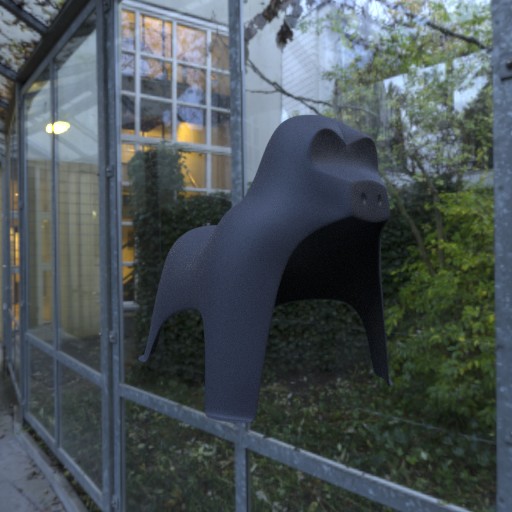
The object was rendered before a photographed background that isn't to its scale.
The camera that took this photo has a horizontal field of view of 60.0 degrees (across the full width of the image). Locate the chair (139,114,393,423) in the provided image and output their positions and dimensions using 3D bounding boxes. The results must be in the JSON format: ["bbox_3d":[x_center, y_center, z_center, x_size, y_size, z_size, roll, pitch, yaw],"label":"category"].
[{"bbox_3d":[0.000,0.000,1.122,0.490,0.600,0.758,0,0,-35],"label":"chair"}]
